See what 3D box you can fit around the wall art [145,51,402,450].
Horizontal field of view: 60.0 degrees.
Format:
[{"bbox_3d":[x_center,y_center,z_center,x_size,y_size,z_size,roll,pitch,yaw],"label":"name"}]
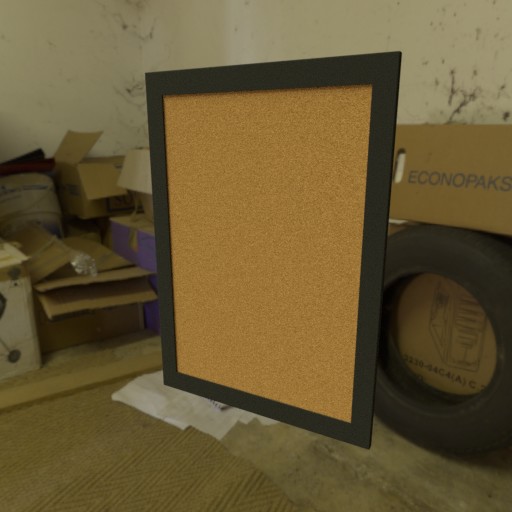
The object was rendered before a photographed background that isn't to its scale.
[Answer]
[{"bbox_3d":[0.000,0.000,0.657,0.374,0.529,0.012,8,17,27],"label":"wall art"}]
